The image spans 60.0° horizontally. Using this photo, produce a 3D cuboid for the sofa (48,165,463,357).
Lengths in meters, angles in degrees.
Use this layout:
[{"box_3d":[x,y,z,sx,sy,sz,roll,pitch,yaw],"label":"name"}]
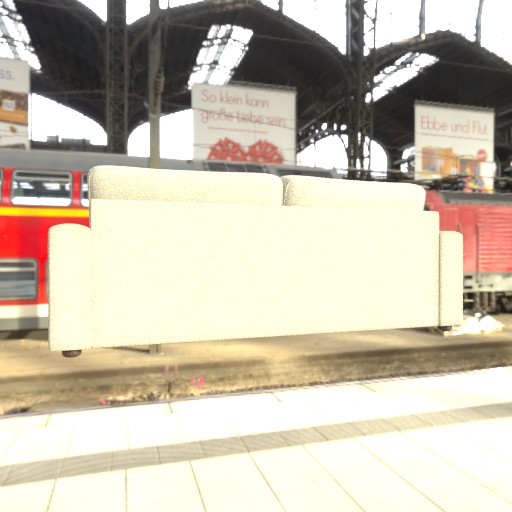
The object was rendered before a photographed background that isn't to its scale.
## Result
[{"box_3d":[0.000,0.000,2.674,2.179,0.873,1.016,0,0,-19],"label":"sofa"}]
